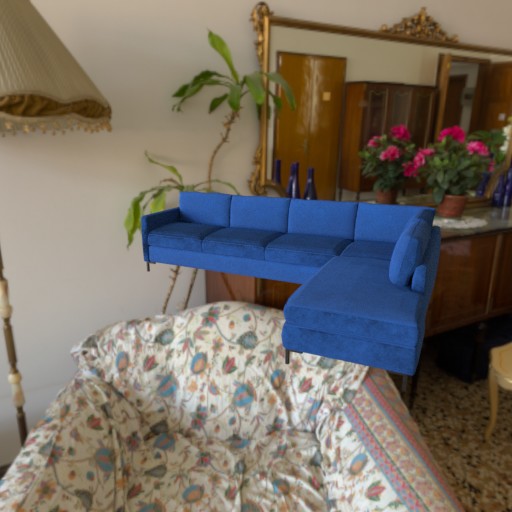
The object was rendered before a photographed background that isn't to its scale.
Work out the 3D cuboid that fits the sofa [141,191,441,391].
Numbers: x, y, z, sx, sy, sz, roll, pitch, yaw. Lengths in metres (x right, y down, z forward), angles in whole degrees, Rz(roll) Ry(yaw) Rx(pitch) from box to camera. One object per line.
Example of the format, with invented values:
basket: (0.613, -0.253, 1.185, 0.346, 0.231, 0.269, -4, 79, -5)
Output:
sofa: (0.000, 0.000, 3.301, 2.486, 0.687, 1.707, 7, 17, 24)
